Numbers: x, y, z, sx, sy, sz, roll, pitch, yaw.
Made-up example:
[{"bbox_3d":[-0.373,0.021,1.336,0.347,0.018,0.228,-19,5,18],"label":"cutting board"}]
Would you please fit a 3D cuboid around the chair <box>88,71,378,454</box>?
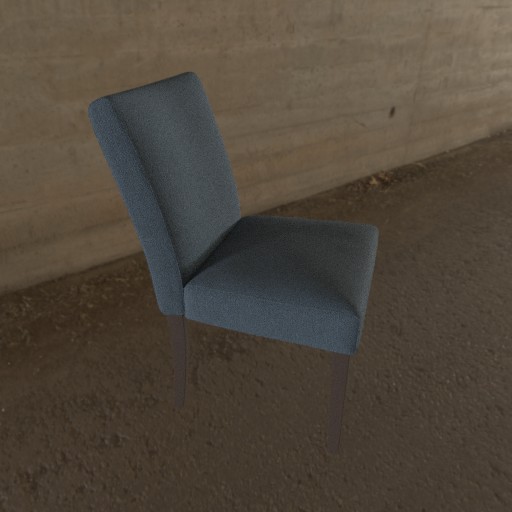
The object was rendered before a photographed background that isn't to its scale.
[{"bbox_3d":[0.000,0.000,1.226,0.629,0.882,0.487,9,31,16],"label":"chair"}]
